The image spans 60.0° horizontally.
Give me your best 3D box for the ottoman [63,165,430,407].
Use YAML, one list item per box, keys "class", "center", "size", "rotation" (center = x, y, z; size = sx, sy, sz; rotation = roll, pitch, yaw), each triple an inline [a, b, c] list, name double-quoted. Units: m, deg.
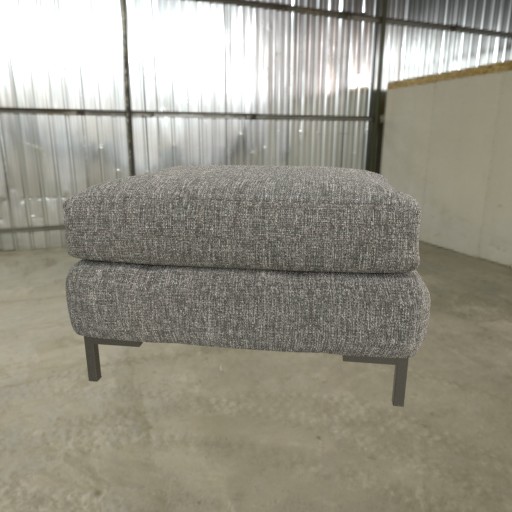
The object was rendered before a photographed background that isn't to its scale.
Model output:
- class: "ottoman"
  center: [0.000, 0.000, 1.241]
  size: [0.828, 0.480, 0.683]
  rotation: [2, 16, 8]
